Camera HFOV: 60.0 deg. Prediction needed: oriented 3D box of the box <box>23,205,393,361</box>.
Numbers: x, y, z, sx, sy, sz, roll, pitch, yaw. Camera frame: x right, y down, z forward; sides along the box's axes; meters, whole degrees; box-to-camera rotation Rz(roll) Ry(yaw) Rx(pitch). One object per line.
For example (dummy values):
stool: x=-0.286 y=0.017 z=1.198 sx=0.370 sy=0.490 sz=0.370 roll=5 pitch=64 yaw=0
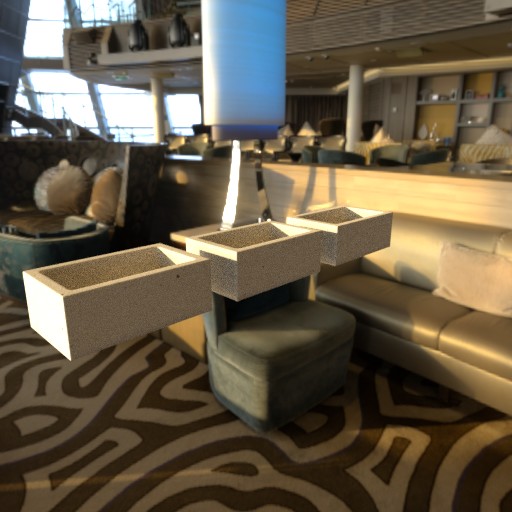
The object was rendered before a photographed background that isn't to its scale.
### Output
box: x=0.000 y=0.000 z=0.500 sx=0.461 sy=0.051 sz=0.082 roll=-15 pitch=22 yaw=-43
